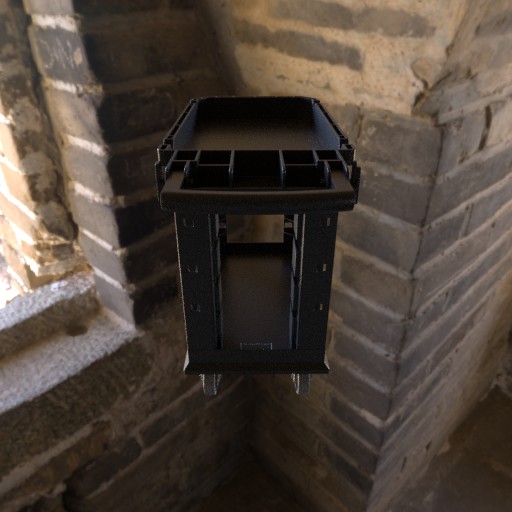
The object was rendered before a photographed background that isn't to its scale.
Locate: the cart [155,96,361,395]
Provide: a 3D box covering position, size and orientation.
[{"bbox_3d":[0.000,0.000,1.534,0.497,0.884,1.061,0,29,0],"label":"cart"}]
